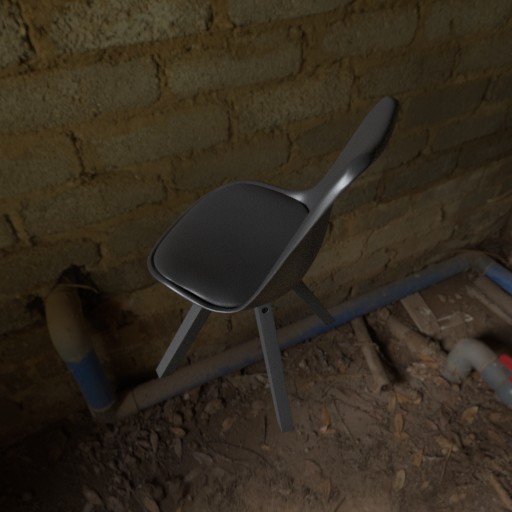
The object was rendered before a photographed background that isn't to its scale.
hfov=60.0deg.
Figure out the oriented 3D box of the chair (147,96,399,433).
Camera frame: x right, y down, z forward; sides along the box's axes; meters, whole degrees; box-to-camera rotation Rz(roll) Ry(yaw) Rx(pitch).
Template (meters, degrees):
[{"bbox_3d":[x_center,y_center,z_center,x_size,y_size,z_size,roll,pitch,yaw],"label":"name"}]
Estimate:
[{"bbox_3d":[0.000,0.000,1.157,0.530,0.850,0.485,17,47,17],"label":"chair"}]
